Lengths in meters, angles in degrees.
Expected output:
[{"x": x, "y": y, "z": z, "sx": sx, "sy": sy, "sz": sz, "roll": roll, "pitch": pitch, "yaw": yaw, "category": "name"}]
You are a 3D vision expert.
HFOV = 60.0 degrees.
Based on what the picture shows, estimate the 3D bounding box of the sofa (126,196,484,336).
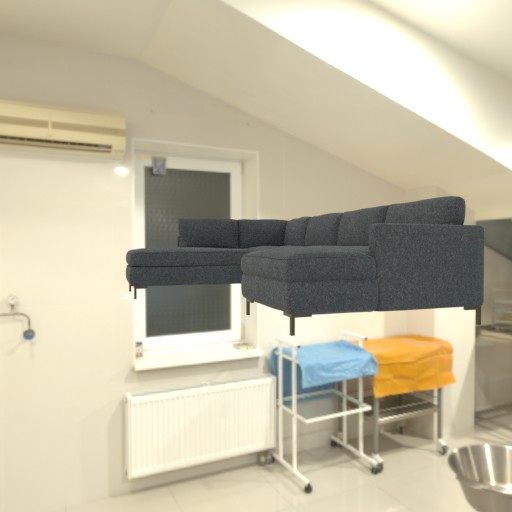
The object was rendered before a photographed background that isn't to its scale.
[{"x": 0.000, "y": 0.000, "z": 3.777, "sx": 2.007, "sy": 0.813, "sz": 2.956, "roll": 0, "pitch": 1, "yaw": -19, "category": "sofa"}]
